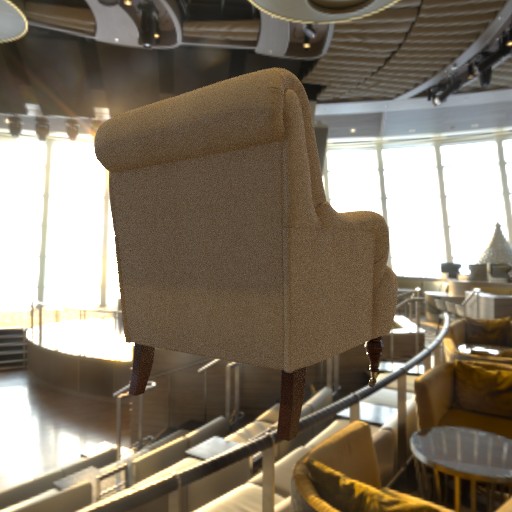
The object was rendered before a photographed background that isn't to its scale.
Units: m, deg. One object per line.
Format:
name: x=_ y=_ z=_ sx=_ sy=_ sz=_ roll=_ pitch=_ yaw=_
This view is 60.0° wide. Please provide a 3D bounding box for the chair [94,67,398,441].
chair: x=0.000 y=0.000 z=1.557 sx=0.766 sy=0.944 sz=0.842 roll=0 pitch=0 yaw=37
